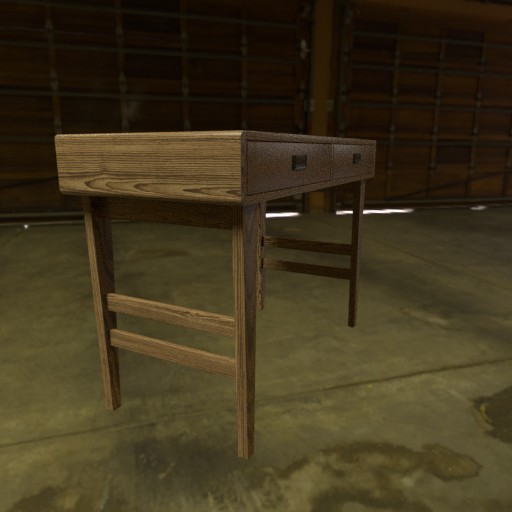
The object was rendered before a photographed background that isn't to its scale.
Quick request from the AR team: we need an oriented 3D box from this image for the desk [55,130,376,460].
[{"bbox_3d":[0.000,0.000,1.471,0.508,0.755,1.067,7,15,27],"label":"desk"}]
